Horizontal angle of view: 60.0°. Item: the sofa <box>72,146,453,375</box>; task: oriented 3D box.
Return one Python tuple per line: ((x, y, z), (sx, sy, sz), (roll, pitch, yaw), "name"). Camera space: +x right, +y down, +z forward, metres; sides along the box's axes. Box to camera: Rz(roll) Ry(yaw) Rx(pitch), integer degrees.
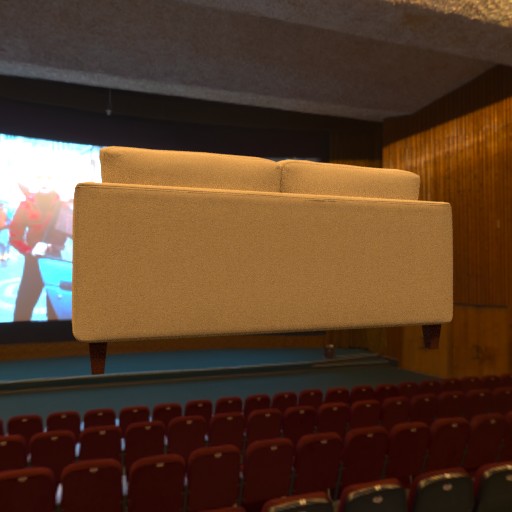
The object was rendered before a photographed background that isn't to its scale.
((0.000, 0.000, 2.279), (1.702, 0.888, 0.964), (0, -1, -19), "sofa")
